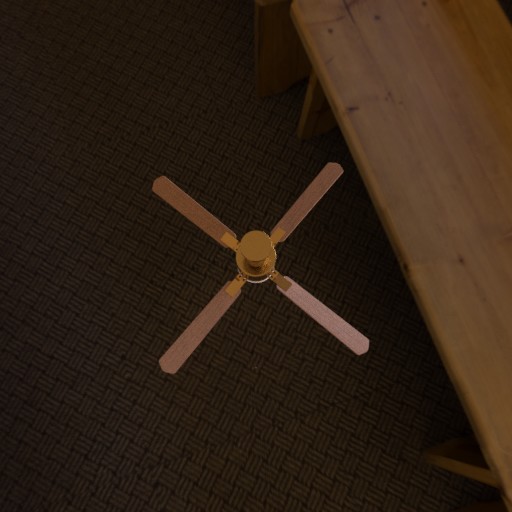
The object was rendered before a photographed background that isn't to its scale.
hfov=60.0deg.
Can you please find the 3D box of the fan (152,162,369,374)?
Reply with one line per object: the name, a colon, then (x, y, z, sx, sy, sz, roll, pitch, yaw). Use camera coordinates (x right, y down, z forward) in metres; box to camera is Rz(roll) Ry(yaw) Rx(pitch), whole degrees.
fan: (0.000, 0.000, 2.029, 1.320, 0.355, 1.320, 39, 79, 9)
